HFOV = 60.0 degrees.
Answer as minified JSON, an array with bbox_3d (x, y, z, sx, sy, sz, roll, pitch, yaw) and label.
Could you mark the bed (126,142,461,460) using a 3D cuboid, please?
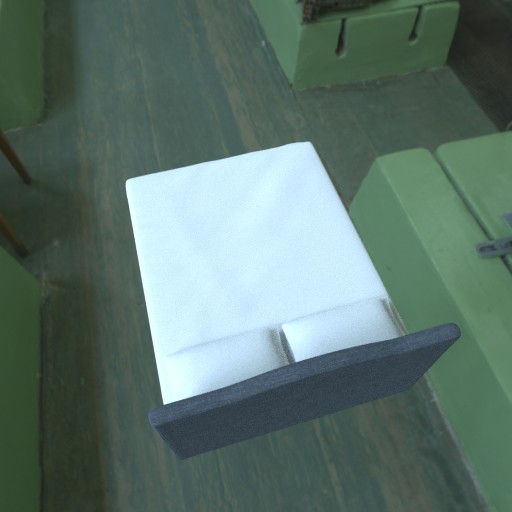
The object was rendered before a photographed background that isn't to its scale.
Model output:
[{"bbox_3d":[0.000,0.000,3.949,2.161,1.457,2.689,-14,59,-9],"label":"bed"}]
